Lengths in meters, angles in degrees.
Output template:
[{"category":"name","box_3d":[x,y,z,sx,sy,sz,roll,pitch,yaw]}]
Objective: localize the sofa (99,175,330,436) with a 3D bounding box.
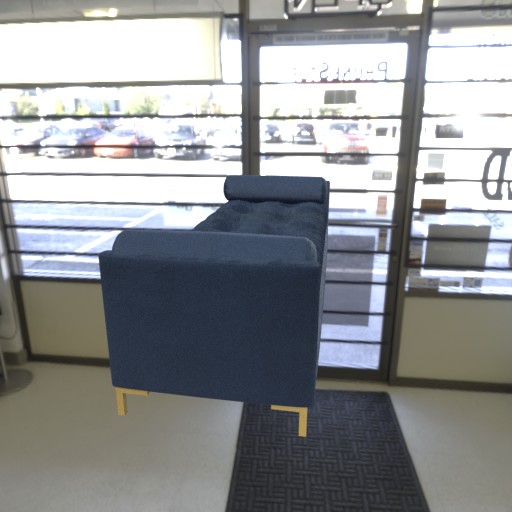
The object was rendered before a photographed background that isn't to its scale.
[{"category":"sofa","box_3d":[0.000,0.000,2.535,0.796,0.705,2.102,3,18,10]}]
